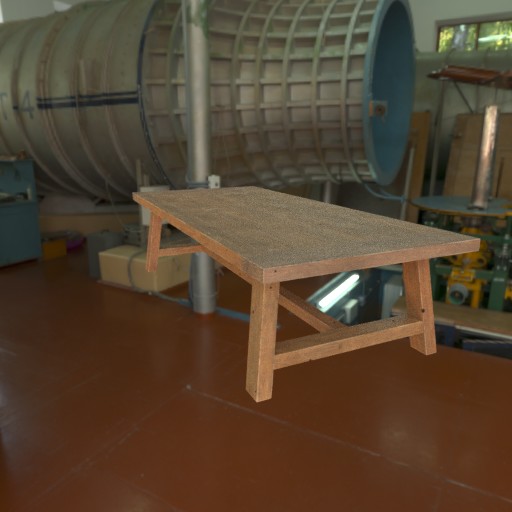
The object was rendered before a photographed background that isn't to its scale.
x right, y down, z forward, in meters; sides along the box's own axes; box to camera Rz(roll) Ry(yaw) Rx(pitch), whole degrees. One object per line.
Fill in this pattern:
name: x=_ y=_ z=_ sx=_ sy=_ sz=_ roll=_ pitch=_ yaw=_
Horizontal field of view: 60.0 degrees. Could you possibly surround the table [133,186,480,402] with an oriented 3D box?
table: x=0.000 y=0.000 z=2.170 sx=0.820 sy=0.465 sz=1.800 roll=-7 pitch=17 yaw=-25
